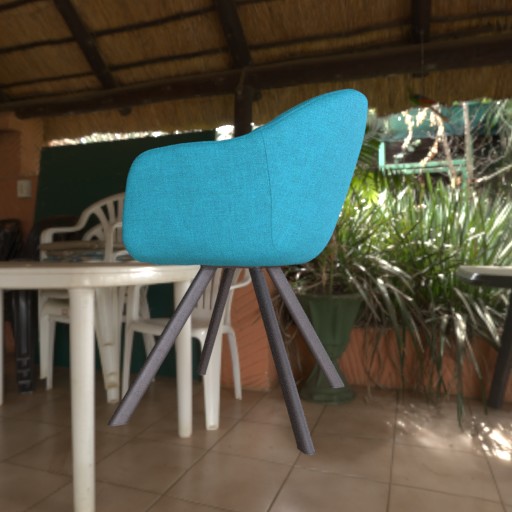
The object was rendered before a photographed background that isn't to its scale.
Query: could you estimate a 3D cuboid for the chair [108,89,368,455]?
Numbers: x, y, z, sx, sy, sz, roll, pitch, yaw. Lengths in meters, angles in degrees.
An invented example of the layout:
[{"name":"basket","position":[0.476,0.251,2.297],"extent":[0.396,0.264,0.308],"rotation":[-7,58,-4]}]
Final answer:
[{"name":"chair","position":[0.000,0.000,1.157],"extent":[0.565,0.775,0.545],"rotation":[0,1,18]}]
